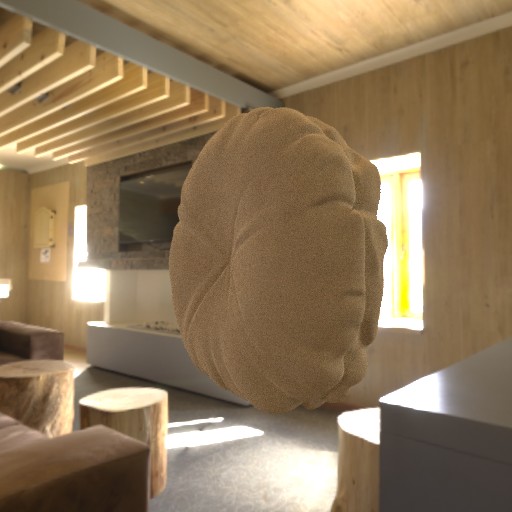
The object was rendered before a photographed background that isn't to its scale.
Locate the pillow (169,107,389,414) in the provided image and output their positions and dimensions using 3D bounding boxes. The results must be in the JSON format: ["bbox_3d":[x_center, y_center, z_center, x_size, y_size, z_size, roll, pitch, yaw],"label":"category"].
[{"bbox_3d":[0.000,0.000,0.636,0.148,0.407,0.428,1,-2,-35],"label":"pillow"}]
